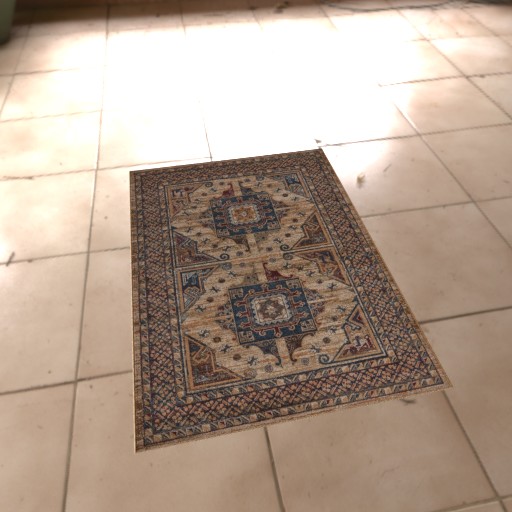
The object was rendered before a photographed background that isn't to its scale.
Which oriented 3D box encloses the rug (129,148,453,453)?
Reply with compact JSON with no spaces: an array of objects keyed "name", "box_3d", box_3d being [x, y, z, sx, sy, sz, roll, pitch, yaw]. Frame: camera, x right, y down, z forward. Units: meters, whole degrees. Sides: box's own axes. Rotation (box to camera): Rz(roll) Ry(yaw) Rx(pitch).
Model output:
[{"name":"rug","box_3d":[0.000,0.000,2.910,1.611,0.008,2.227,-9,48,-8]}]
